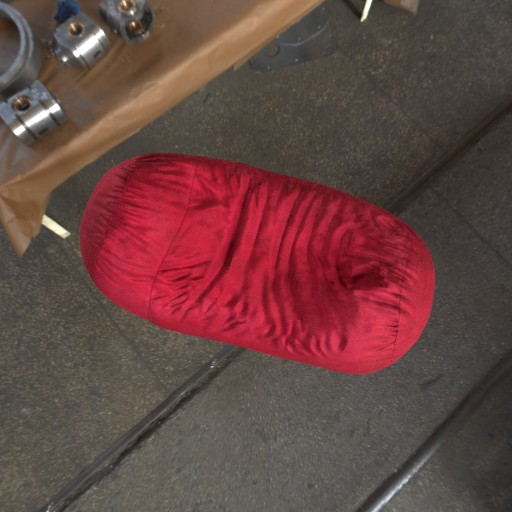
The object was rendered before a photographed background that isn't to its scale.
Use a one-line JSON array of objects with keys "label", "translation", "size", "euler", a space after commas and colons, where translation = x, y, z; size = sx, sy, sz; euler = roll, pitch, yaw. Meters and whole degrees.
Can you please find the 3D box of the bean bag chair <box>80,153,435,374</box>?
[{"label": "bean bag chair", "translation": [0.000, 0.000, 2.899], "size": [2.293, 0.867, 1.216], "euler": [15, 77, 4]}]
